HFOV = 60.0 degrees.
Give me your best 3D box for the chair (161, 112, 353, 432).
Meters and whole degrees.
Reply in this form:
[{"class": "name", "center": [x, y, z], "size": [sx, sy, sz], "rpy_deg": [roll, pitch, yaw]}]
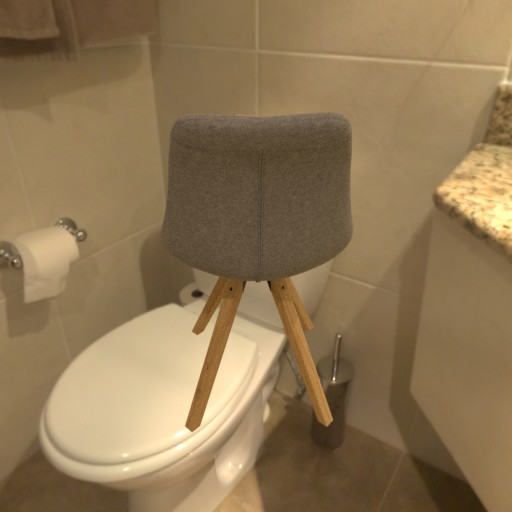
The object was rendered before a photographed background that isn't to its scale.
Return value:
[{"class": "chair", "center": [0.000, 0.000, 1.207], "size": [0.483, 0.865, 0.550], "rpy_deg": [-1, 30, -2]}]
